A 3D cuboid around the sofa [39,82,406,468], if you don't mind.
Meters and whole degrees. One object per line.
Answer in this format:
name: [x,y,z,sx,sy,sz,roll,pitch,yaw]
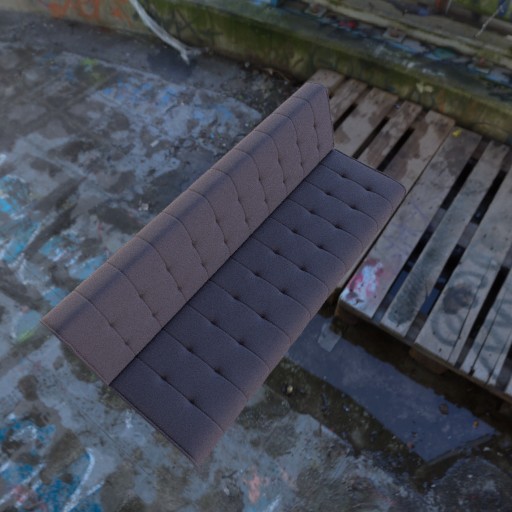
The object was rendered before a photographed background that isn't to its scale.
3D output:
sofa: [0.000,0.000,2.102,0.747,0.699,1.703,33,63,19]
